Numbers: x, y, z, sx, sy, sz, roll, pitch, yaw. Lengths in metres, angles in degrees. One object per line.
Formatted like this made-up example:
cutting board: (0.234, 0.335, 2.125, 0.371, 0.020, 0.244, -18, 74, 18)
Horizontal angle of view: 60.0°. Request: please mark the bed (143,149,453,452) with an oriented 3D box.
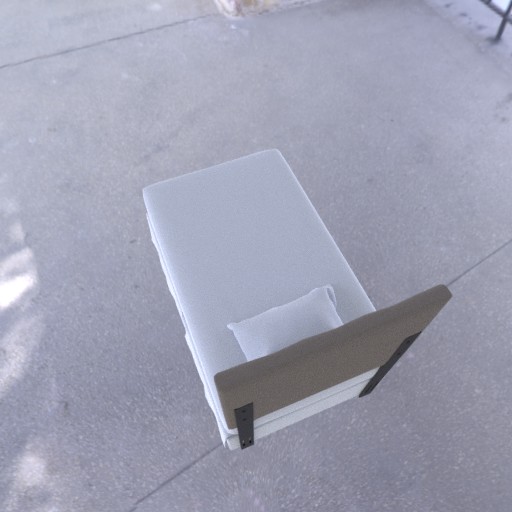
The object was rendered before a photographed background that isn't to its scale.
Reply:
bed: (0.000, 0.000, 3.024, 1.261, 1.571, 1.997, -19, 60, -11)
